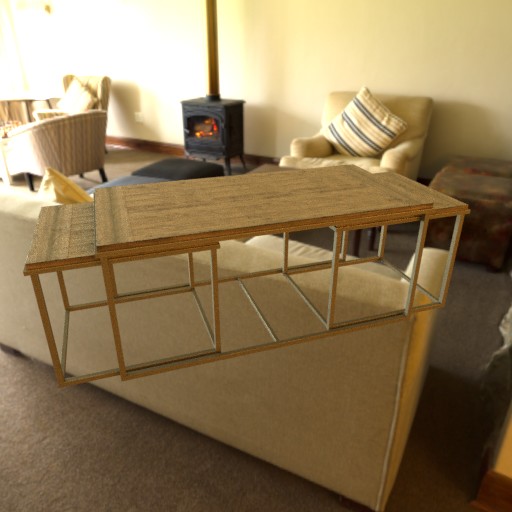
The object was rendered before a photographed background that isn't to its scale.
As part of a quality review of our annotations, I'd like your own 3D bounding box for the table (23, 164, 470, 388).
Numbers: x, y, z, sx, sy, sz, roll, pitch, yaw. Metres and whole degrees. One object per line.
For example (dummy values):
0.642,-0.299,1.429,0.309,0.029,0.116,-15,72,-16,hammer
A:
0.000,0.000,1.493,1.312,0.427,0.489,-8,28,-17,table
